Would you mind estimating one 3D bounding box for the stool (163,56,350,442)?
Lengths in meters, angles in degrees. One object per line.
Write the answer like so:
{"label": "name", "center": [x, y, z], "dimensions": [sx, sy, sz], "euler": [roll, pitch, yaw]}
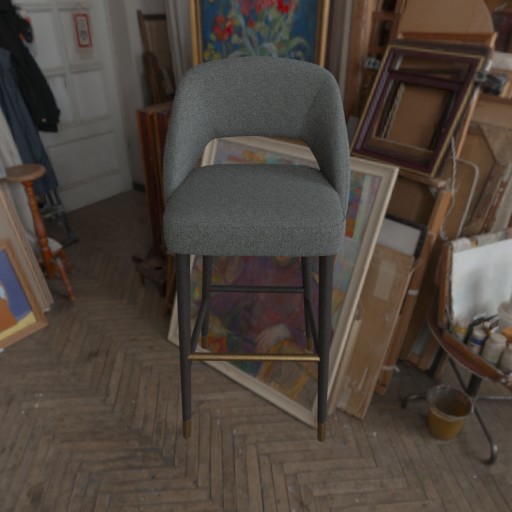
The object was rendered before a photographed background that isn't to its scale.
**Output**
{"label": "stool", "center": [0.000, 0.000, 1.385], "dimensions": [0.536, 1.089, 0.524], "euler": [1, 31, 1]}
